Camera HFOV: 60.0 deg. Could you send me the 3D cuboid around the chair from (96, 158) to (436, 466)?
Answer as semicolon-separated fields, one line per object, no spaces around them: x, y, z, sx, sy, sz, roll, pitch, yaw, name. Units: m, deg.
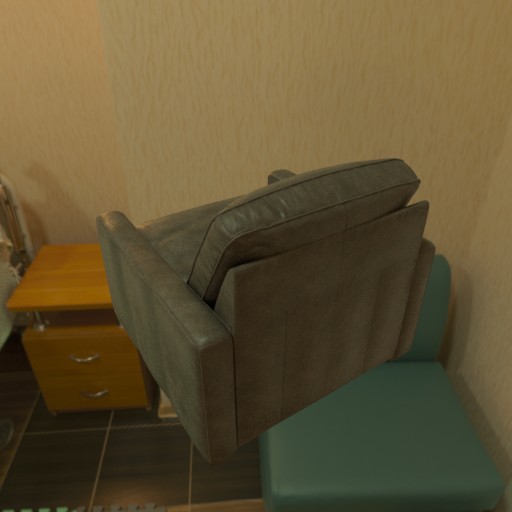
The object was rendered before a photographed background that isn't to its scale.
0.000;0.000;1.778;1.006;0.916;0.939;-19;37;-28;chair
